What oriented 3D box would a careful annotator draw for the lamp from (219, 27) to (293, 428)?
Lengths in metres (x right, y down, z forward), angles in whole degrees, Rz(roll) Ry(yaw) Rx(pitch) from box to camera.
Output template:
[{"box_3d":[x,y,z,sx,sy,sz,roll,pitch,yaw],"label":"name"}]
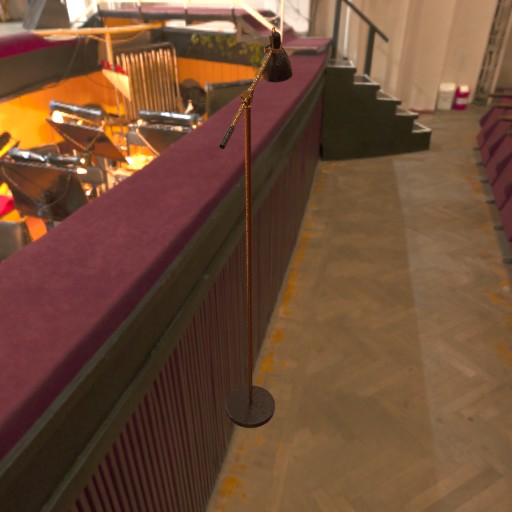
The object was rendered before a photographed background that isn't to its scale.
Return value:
[{"box_3d":[0.000,0.000,1.796,0.235,1.628,0.618,10,33,16],"label":"lamp"}]
